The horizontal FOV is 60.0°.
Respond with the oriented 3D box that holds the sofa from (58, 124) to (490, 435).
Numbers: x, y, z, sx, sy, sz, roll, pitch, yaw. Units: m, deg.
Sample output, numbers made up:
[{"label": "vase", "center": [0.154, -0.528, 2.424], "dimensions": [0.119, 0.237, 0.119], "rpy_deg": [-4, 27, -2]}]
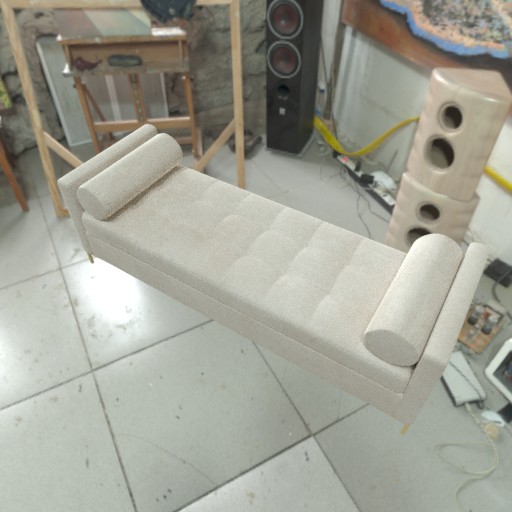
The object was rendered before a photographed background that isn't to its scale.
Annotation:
[{"label": "sofa", "center": [0.000, 0.000, 2.295], "dimensions": [1.981, 0.635, 0.686], "rpy_deg": [24, 51, 22]}]
